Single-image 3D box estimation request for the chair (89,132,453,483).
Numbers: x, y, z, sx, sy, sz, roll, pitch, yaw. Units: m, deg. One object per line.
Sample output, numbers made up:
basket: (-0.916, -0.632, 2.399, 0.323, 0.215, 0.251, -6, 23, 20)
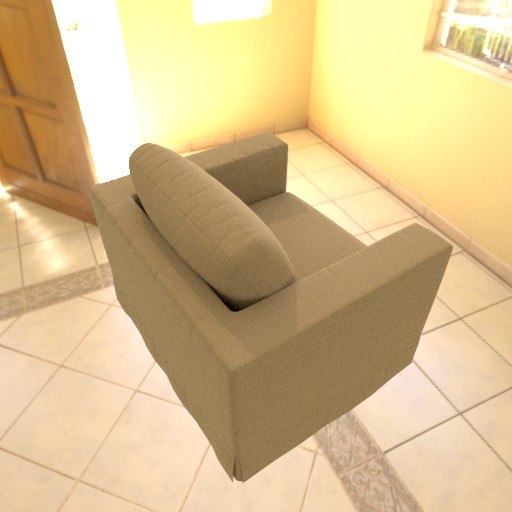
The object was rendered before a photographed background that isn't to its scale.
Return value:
chair: (0.000, 0.000, 1.819, 0.957, 0.878, 1.150, -24, 46, -26)
